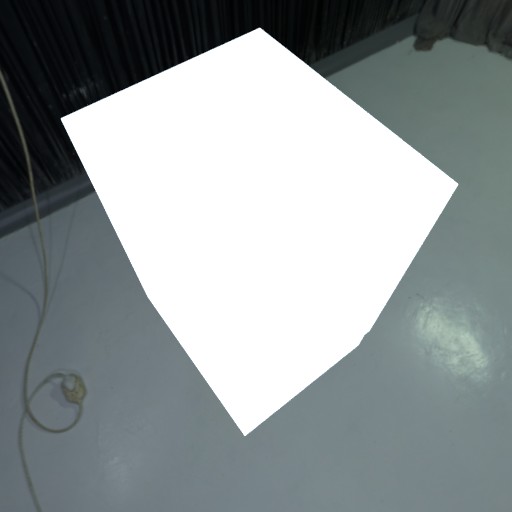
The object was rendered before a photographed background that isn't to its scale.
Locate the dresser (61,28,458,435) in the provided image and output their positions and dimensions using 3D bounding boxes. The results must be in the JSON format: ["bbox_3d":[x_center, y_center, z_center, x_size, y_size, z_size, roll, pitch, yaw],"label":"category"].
[{"bbox_3d":[0.000,0.000,0.814,0.360,0.560,0.400,-33,65,-18],"label":"dresser"}]
